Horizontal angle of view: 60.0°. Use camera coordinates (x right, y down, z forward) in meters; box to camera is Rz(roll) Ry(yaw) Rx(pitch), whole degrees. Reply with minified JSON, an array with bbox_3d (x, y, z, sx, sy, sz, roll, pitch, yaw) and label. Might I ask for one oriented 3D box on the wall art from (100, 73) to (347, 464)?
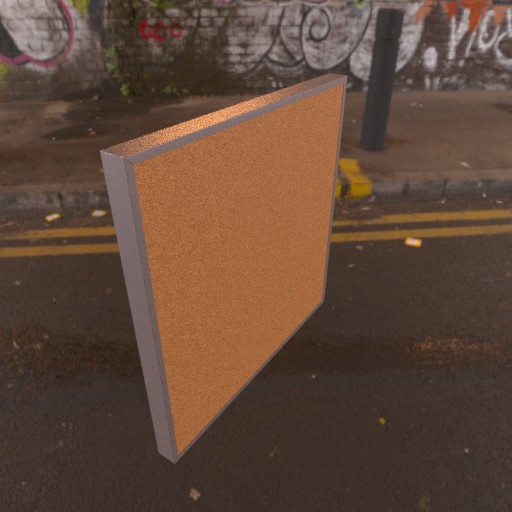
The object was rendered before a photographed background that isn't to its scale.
[{"bbox_3d":[0.000,0.000,0.518,0.028,0.349,0.349,21,38,29],"label":"wall art"}]
